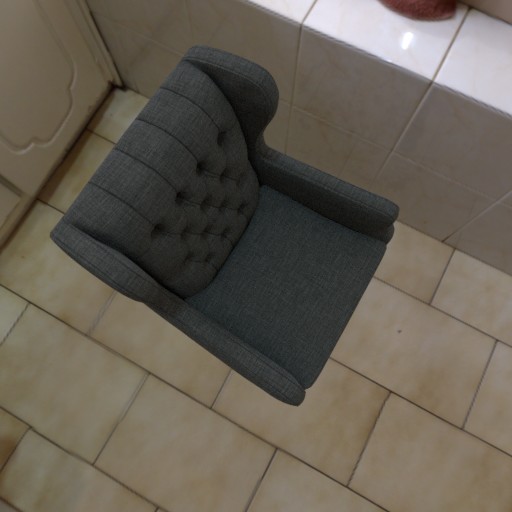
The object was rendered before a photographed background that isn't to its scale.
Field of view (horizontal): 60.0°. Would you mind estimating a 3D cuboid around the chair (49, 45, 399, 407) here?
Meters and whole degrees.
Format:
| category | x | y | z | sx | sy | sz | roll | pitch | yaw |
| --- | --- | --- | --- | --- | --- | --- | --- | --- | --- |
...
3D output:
| category | x | y | z | sx | sy | sz | roll | pitch | yaw |
| --- | --- | --- | --- | --- | --- | --- | --- | --- | --- |
| chair | 0.000 | 0.000 | 1.470 | 0.775 | 0.953 | 0.711 | 30 | 77 | 8 |
